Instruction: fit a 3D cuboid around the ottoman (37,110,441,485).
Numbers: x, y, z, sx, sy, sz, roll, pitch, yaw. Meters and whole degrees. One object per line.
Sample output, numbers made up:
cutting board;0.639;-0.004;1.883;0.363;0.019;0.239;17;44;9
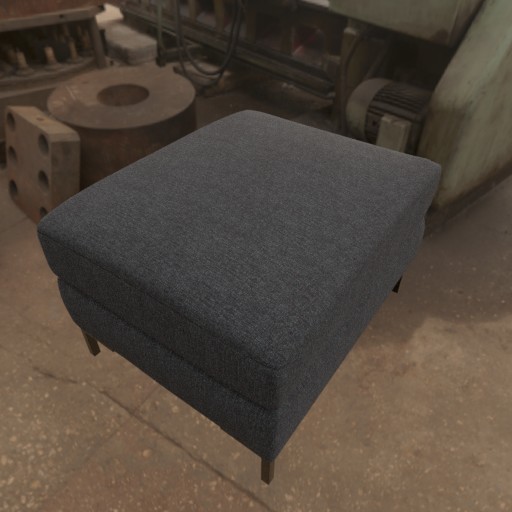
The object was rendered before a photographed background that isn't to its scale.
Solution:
ottoman;0.000;0.000;1.247;0.695;0.533;0.831;25;46;26
